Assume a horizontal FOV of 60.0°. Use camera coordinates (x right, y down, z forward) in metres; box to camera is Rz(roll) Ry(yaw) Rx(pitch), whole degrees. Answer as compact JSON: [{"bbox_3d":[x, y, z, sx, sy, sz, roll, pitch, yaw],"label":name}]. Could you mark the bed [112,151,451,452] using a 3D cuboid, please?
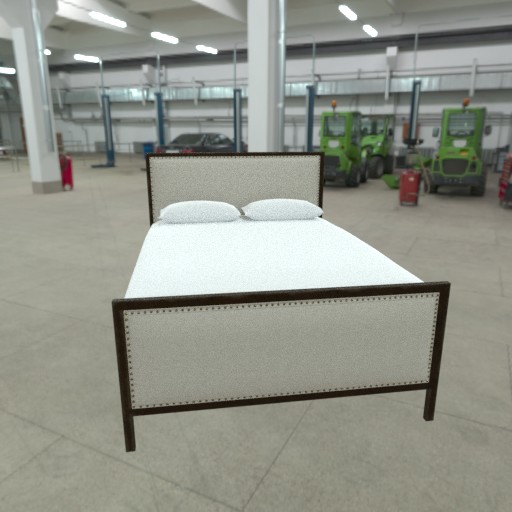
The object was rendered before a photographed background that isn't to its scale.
[{"bbox_3d":[0.000,0.000,3.105,1.607,1.313,2.221,-2,16,-8],"label":"bed"}]
